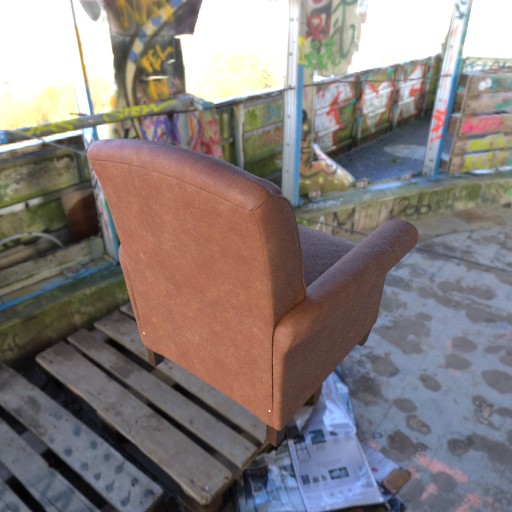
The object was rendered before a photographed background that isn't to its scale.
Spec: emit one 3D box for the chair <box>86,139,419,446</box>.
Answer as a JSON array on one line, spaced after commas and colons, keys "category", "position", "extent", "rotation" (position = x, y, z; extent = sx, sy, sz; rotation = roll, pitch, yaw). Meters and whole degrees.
[{"category": "chair", "position": [0.000, 0.000, 1.775], "extent": [0.978, 1.061, 0.902], "rotation": [21, 36, 33]}]
